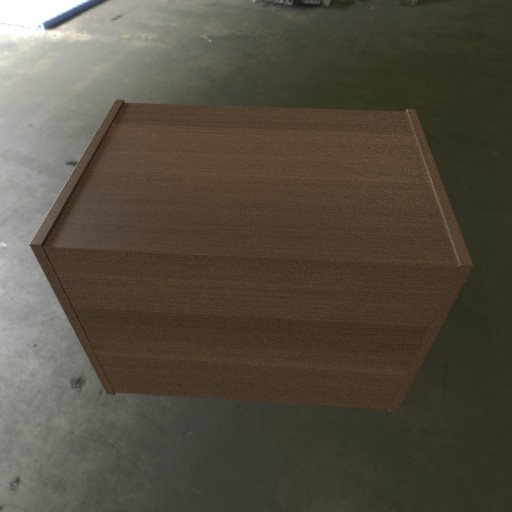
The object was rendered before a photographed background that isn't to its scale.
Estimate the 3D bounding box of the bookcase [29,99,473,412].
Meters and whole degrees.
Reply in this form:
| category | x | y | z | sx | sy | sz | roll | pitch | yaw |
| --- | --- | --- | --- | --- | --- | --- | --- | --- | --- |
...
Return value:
| category | x | y | z | sx | sy | sz | roll | pitch | yaw |
| --- | --- | --- | --- | --- | --- | --- | --- | --- | --- |
| bookcase | 0.000 | 0.000 | 0.622 | 0.415 | 0.305 | 0.290 | 3 | 46 | 3 |
